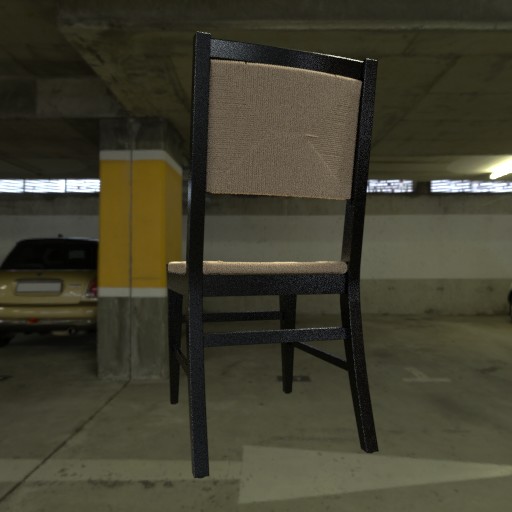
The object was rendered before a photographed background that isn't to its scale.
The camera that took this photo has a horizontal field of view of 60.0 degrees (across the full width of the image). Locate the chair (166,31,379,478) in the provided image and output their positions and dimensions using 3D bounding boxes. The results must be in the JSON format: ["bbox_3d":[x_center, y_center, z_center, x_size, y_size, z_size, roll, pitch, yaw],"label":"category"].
[{"bbox_3d":[0.000,0.000,1.229,0.437,0.927,0.552,0,-1,-18],"label":"chair"}]
